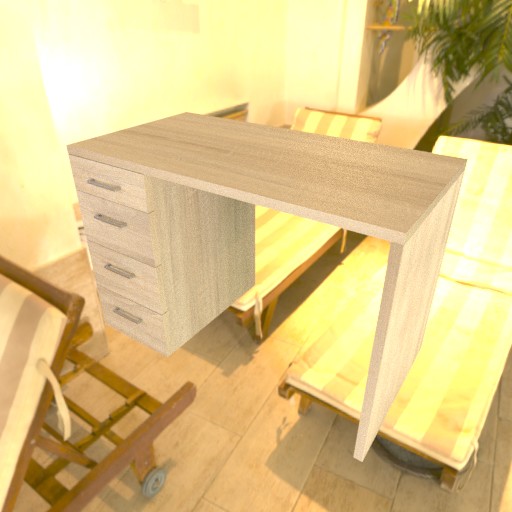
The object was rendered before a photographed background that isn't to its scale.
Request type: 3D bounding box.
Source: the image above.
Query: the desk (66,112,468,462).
[{"bbox_3d":[0.000,0.000,1.538,1.100,0.731,0.600,19,35,29],"label":"desk"}]
